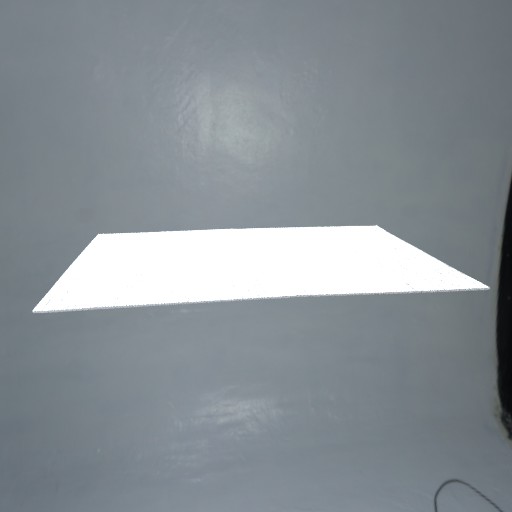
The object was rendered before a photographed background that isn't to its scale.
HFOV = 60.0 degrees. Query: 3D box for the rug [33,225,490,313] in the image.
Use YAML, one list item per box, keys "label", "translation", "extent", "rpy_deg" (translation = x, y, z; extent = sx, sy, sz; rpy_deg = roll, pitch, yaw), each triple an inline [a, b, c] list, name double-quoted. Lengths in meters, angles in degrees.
- label: "rug"
  translation: [0.000, 0.000, 2.235]
  extent: [1.773, 0.021, 1.149]
  rpy_deg: [-2, 17, -7]
